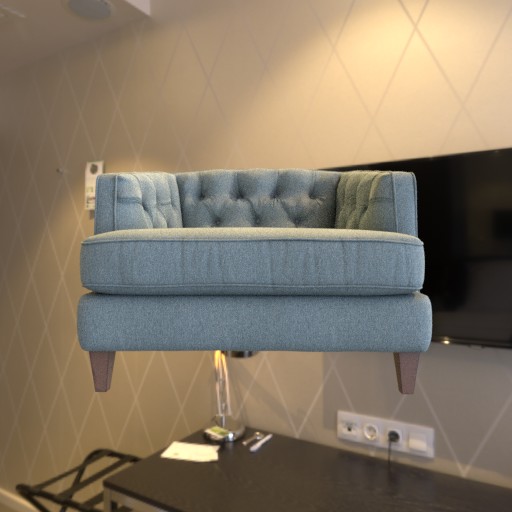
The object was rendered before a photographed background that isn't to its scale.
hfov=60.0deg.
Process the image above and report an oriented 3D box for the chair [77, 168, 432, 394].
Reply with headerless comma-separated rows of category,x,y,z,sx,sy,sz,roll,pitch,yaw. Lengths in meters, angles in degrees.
chair,0.000,0.000,1.734,1.094,0.852,0.945,0,-1,1
